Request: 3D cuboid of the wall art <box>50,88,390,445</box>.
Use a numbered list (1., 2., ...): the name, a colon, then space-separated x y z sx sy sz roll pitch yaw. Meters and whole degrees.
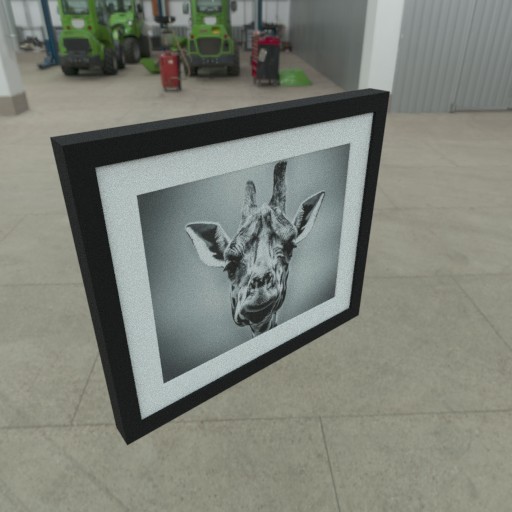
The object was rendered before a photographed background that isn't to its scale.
1. wall art: 0.000 0.000 0.516 0.381 0.330 0.031 -21 36 -32
